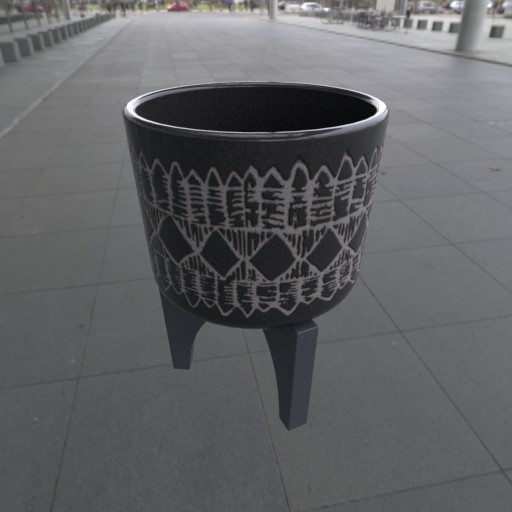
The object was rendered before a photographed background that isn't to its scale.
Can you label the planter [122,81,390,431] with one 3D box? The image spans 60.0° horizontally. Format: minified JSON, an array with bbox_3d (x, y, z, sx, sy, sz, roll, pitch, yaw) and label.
[{"bbox_3d":[0.000,0.000,0.264,0.129,0.177,0.129,0,30,0],"label":"planter"}]
